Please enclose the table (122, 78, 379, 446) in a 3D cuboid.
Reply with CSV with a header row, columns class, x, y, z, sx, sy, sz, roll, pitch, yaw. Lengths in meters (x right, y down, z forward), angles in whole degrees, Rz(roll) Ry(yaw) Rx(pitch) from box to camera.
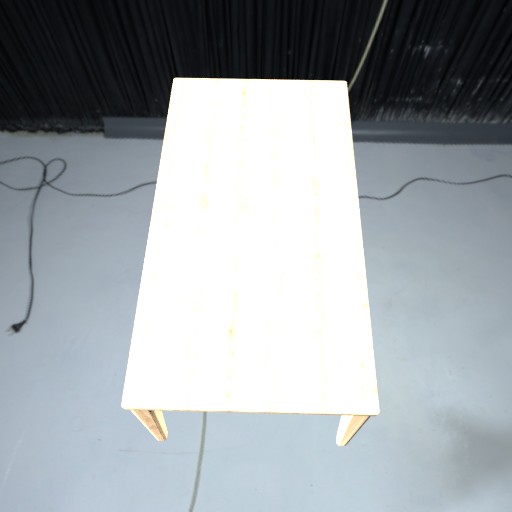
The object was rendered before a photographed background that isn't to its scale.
class,x,y,z,sx,sy,sz,roll,pitch,yaw
table,0.000,0.000,2.131,0.900,0.760,1.600,1,62,1
